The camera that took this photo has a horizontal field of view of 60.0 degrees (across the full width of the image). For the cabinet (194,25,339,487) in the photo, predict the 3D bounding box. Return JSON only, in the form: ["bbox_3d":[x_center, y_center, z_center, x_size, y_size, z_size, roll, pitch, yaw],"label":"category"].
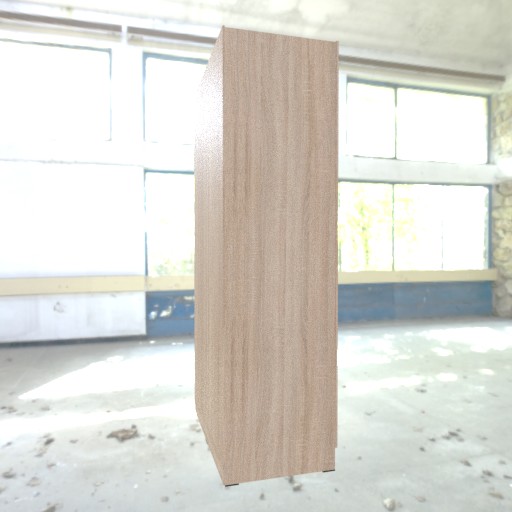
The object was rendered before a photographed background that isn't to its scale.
[{"bbox_3d":[0.000,0.000,2.593,0.590,2.121,1.001,0,1,-15],"label":"cabinet"}]
